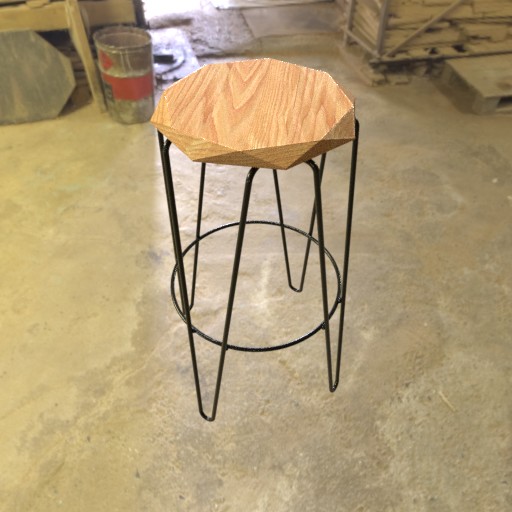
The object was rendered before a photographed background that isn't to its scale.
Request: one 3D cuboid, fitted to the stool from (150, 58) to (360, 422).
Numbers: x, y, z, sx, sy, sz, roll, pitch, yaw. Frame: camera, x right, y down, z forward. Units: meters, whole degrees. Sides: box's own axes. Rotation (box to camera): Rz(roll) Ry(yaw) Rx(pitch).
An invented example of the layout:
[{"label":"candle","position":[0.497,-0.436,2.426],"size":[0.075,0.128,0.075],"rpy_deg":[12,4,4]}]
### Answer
[{"label":"stool","position":[0.000,0.000,0.806],"size":[0.326,0.610,0.326],"rpy_deg":[-10,47,-9]}]
